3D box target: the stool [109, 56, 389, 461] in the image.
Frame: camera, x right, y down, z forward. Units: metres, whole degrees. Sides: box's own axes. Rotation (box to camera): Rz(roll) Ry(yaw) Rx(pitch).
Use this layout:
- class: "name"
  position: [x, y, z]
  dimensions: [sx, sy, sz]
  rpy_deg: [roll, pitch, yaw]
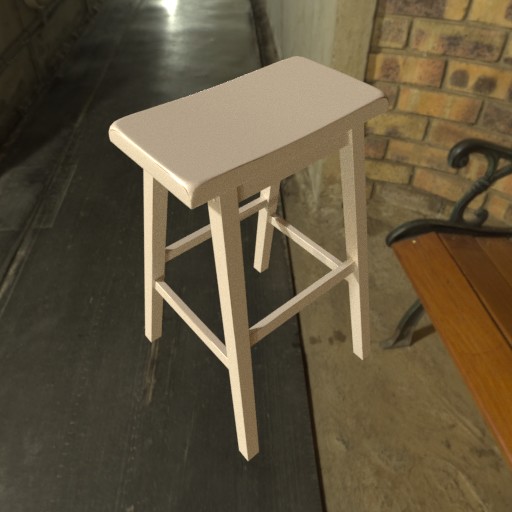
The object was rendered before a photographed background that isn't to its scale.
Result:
- class: "stool"
  position: [0.000, 0.000, 1.031]
  dimensions: [0.457, 0.737, 0.476]
  rpy_deg: [-31, 53, -27]
